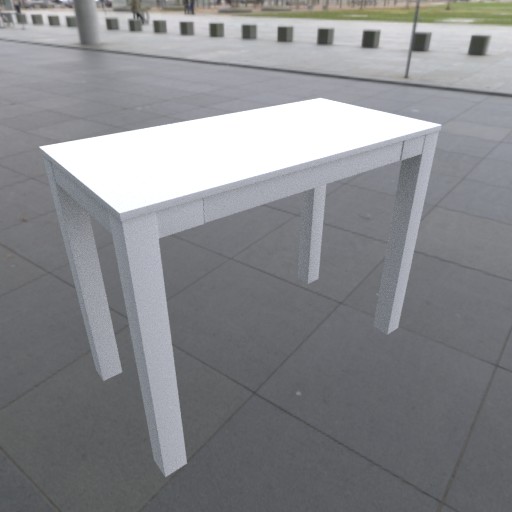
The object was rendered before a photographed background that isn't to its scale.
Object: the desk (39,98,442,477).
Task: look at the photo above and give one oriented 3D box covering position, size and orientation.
[{"bbox_3d":[0.000,0.000,1.396,0.990,0.762,0.497,-22,37,-32],"label":"desk"}]
